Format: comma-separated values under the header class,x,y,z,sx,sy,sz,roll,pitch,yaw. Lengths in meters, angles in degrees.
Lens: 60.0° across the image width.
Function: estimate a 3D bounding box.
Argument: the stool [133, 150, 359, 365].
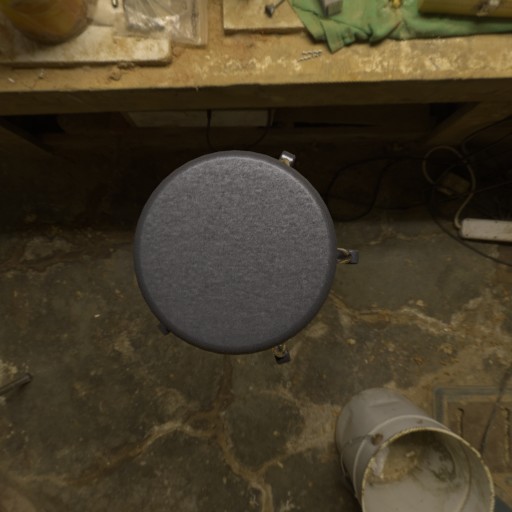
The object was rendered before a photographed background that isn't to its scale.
class,x,y,z,sx,sy,sz,roll,pitch,yaw
stool,0.000,0.000,1.134,0.638,0.576,0.673,0,89,1
